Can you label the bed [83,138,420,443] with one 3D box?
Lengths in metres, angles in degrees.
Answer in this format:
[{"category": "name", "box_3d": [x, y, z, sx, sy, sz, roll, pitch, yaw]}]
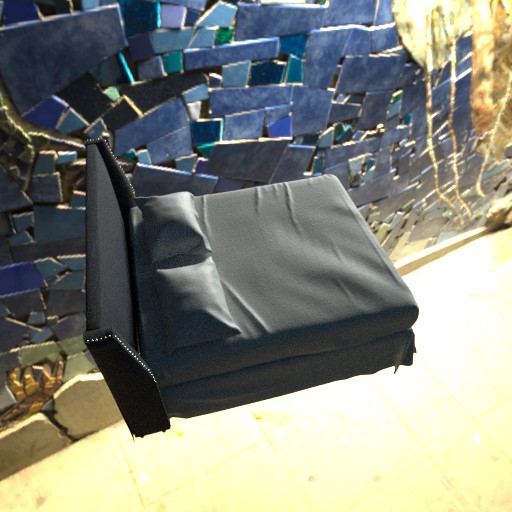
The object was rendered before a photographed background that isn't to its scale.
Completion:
[{"category": "bed", "box_3d": [0.000, 0.000, 3.472, 2.276, 1.332, 1.925, -11, 48, -10]}]
